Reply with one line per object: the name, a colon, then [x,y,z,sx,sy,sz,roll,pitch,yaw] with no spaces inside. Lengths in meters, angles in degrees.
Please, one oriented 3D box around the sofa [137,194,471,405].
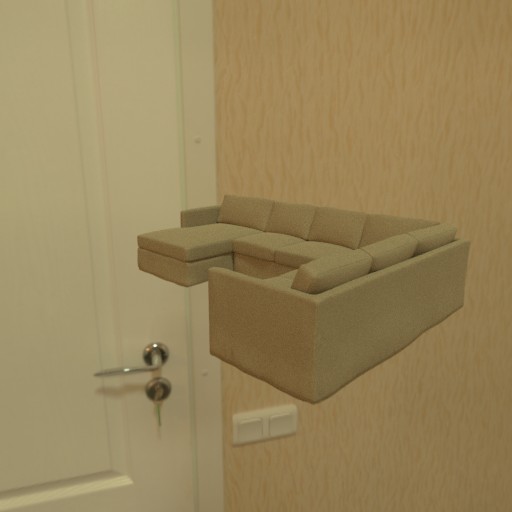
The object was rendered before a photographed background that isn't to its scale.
sofa: [0.000,0.000,4.674,3.528,0.878,2.476,14,20,43]
